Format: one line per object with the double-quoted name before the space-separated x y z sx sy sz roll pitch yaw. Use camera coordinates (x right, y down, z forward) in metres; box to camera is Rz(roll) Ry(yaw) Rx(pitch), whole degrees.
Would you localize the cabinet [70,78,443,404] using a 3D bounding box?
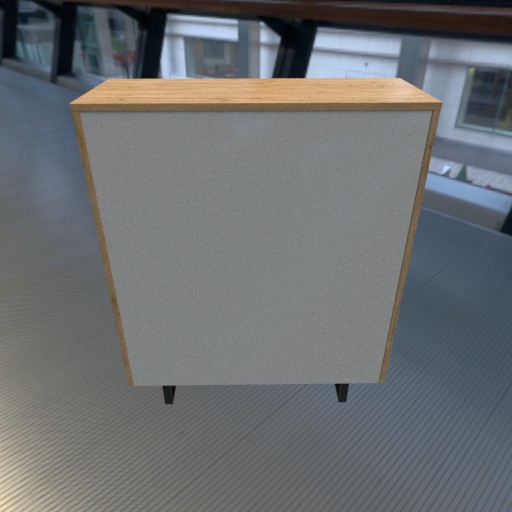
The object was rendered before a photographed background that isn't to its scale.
"cabinet" 0.000 0.000 1.947 1.168 1.397 0.473 0 31 -1
